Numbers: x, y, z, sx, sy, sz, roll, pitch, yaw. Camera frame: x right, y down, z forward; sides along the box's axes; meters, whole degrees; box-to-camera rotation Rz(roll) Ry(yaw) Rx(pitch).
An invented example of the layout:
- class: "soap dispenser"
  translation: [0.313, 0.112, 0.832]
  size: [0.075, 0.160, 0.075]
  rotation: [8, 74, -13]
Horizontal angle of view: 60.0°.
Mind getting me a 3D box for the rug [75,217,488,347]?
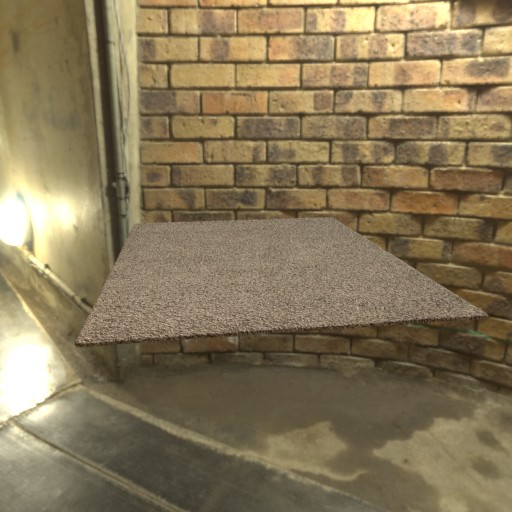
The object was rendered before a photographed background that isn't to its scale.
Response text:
- class: "rug"
  translation: [0.000, 0.000, 3.979]
  size: [2.438, 0.029, 3.047]
  rotation: [-3, 17, -8]
